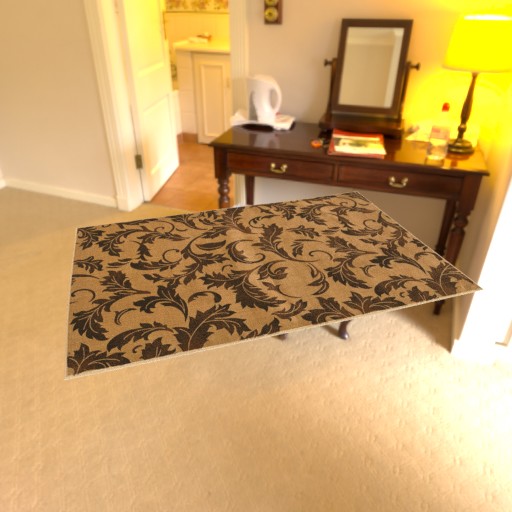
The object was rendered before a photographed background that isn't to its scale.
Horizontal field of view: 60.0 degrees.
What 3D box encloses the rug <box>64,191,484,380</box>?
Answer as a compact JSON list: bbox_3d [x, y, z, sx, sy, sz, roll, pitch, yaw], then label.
[{"bbox_3d":[0.000,0.000,2.873,2.284,0.008,1.522,-9,32,-15],"label":"rug"}]
